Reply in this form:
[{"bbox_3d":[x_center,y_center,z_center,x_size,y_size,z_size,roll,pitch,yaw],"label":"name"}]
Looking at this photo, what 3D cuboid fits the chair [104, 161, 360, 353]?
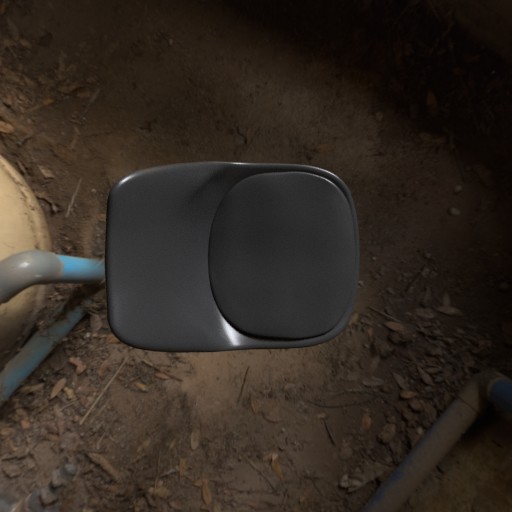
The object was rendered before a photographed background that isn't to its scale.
[{"bbox_3d":[0.000,0.000,1.173,0.525,0.850,0.461,0,91,0],"label":"chair"}]
